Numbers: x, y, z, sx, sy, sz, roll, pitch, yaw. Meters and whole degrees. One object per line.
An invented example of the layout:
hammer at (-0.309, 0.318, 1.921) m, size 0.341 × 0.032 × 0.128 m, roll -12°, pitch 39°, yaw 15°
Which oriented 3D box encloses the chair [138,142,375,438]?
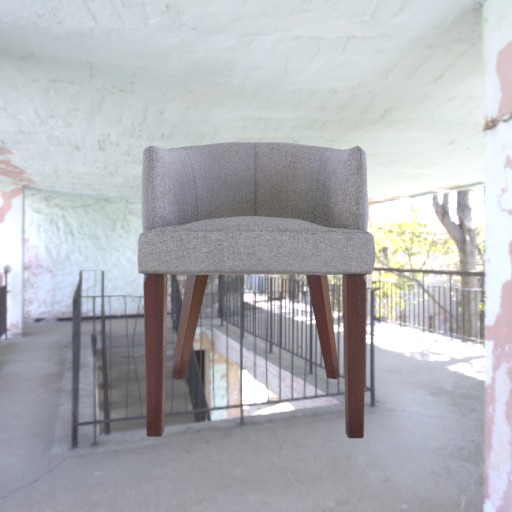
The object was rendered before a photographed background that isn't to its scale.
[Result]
chair at (0.000, 0.000, 1.284) m, size 0.583 × 0.811 × 0.655 m, roll 0°, pitch 0°, yaw 0°
